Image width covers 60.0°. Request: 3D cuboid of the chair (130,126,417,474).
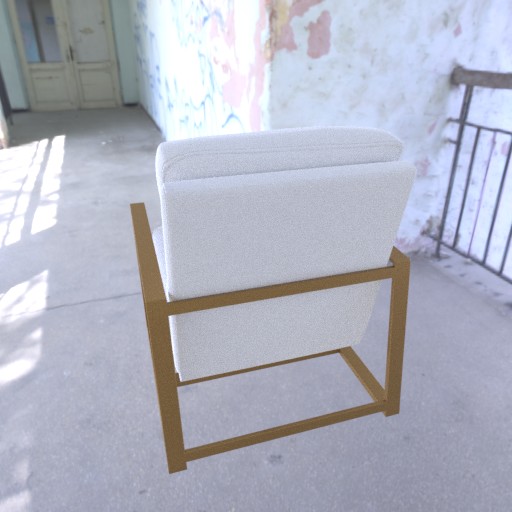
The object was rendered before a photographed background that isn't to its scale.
[{"bbox_3d":[0.000,0.000,1.571,0.805,0.966,0.813,-8,28,-15],"label":"chair"}]
